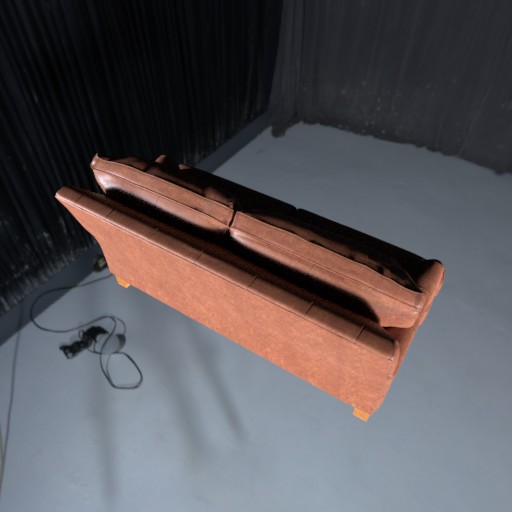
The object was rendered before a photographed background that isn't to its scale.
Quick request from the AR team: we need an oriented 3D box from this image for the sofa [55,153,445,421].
[{"bbox_3d":[0.000,0.000,2.818,2.144,1.071,1.147,24,51,22],"label":"sofa"}]
